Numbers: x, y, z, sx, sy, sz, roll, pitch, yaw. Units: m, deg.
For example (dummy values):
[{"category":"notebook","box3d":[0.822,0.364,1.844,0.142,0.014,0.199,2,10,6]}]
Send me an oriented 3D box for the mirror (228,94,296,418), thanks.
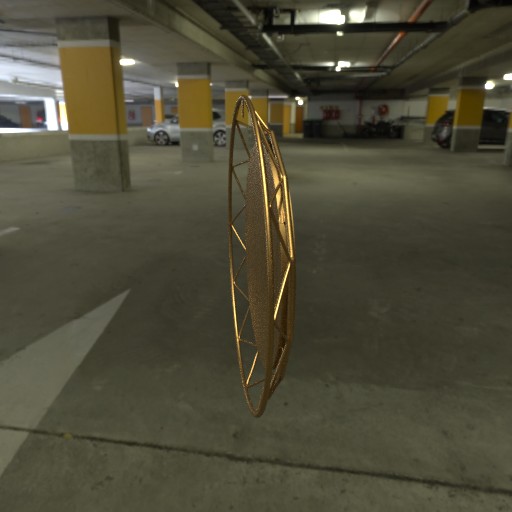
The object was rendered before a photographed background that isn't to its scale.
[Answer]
[{"category":"mirror","box3d":[0.000,0.000,0.664,0.043,0.454,0.454,-3,17,-8]}]
